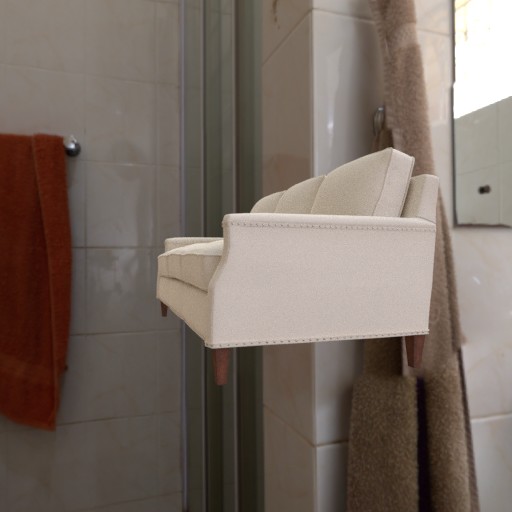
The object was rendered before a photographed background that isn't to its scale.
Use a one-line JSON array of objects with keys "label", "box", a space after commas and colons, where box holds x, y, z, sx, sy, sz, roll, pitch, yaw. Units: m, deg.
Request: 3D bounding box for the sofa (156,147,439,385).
[{"label": "sofa", "box": [0.000, 0.000, 2.867, 1.084, 1.003, 2.246, 0, 0, -18]}]
